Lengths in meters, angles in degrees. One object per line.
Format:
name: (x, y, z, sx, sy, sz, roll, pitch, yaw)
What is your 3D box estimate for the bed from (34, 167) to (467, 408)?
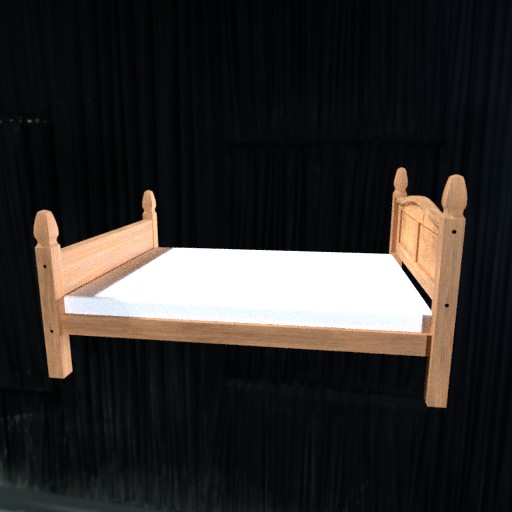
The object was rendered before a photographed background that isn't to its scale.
bed: (0.000, 0.000, 2.872, 2.069, 1.100, 1.490, 2, 13, 8)
